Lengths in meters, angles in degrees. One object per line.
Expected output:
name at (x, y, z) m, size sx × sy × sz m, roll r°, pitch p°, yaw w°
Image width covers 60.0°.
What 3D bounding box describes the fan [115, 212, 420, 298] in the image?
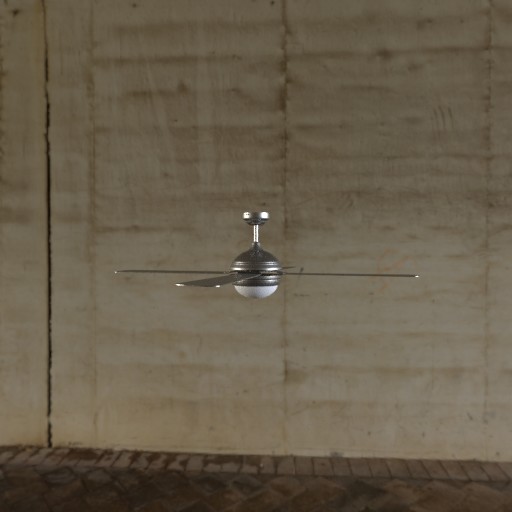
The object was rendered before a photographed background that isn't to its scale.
fan at (0.000, 0.000, 1.992) m, size 1.321 × 0.381 × 1.321 m, roll 1°, pitch 1°, yaw 36°
